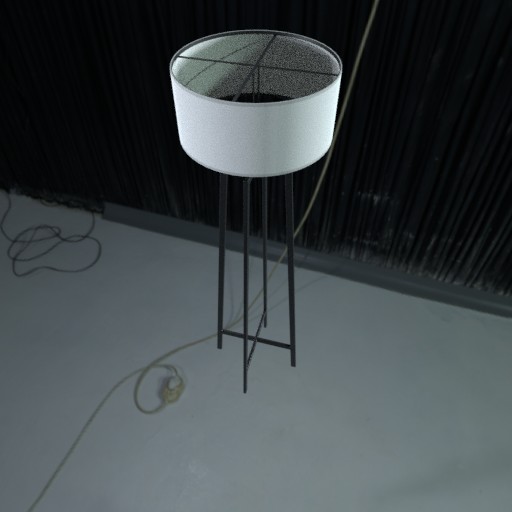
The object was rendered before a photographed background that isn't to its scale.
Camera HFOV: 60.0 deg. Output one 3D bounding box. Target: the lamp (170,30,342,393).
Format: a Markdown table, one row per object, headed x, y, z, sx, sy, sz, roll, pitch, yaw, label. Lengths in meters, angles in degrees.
| x | y | z | sx | sy | sz | roll | pitch | yaw | label |
| --- | --- | --- | --- | --- | --- | --- | --- | --- | --- |
| 0.000 | 0.000 | 1.734 | 0.456 | 1.510 | 0.457 | 11 | 48 | 10 | lamp |
